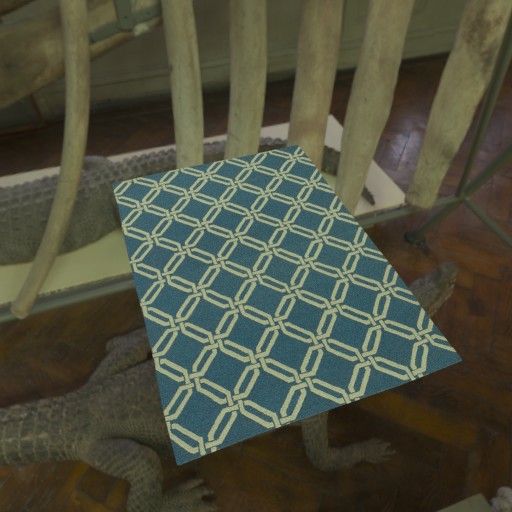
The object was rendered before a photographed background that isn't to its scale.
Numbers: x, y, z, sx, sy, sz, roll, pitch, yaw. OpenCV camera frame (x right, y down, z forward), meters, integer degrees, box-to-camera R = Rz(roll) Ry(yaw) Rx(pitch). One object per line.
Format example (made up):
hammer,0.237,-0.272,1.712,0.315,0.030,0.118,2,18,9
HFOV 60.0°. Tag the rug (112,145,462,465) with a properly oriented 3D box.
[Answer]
rug,0.000,0.000,2.798,1.524,0.013,2.135,-15,49,-14
